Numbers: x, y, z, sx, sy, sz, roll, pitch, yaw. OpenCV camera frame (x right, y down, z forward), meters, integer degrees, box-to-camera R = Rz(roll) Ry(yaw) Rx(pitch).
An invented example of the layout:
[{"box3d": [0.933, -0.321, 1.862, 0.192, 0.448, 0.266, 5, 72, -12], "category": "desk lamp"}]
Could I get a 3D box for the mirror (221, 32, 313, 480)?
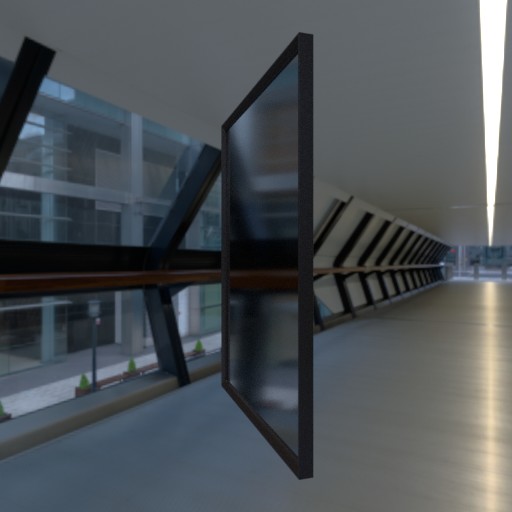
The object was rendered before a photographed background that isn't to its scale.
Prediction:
[{"box3d": [0.000, 0.000, 1.373, 0.041, 1.016, 0.762, 0, 0, -18], "category": "mirror"}]
